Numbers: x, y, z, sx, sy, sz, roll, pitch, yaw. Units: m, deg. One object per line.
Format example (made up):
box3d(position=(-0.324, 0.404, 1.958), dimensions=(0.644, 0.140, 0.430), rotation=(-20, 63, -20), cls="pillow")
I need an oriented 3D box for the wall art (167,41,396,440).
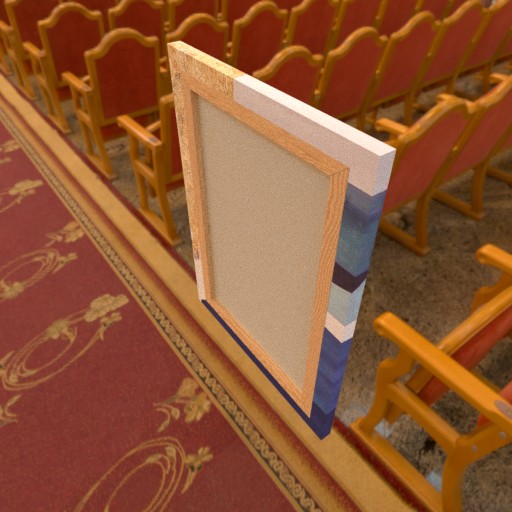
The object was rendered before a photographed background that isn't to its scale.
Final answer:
box3d(position=(0.000, 0.000, 0.795), dimensions=(0.026, 0.613, 0.458), rotation=(-26, 48, -26), cls="wall art")
